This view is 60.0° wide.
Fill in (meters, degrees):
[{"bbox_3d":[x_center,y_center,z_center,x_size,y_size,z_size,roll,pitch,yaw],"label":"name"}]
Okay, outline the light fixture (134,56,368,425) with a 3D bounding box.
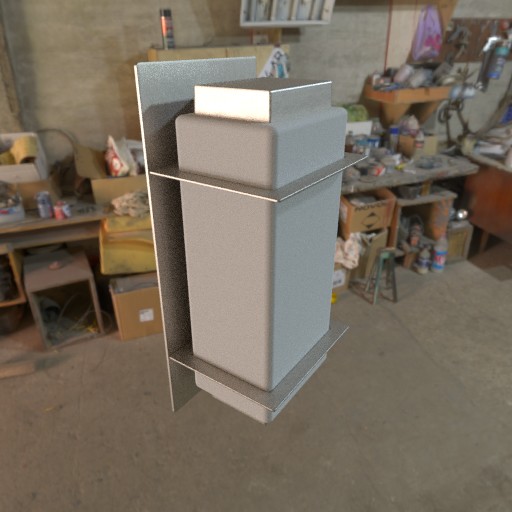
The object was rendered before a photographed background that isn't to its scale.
[{"bbox_3d":[0.000,0.000,0.471,0.160,0.380,0.168,17,31,31],"label":"light fixture"}]
